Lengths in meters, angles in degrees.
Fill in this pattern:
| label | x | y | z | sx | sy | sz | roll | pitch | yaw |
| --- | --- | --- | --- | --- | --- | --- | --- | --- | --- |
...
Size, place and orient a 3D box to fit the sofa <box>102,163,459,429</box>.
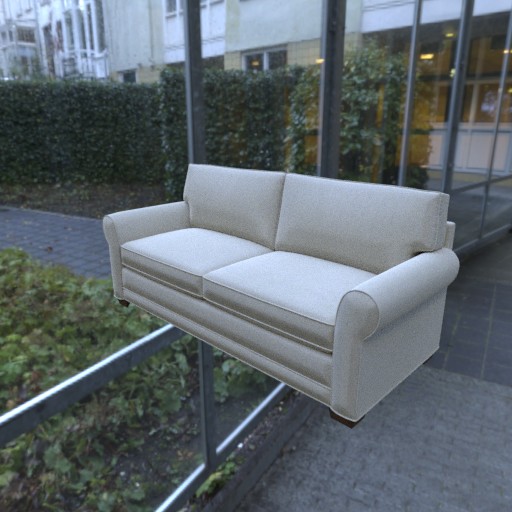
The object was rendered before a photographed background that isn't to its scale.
| label | x | y | z | sx | sy | sz | roll | pitch | yaw |
| --- | --- | --- | --- | --- | --- | --- | --- | --- | --- |
| sofa | 0.000 | 0.000 | 2.706 | 2.146 | 0.962 | 0.901 | 16 | 24 | 41 |
